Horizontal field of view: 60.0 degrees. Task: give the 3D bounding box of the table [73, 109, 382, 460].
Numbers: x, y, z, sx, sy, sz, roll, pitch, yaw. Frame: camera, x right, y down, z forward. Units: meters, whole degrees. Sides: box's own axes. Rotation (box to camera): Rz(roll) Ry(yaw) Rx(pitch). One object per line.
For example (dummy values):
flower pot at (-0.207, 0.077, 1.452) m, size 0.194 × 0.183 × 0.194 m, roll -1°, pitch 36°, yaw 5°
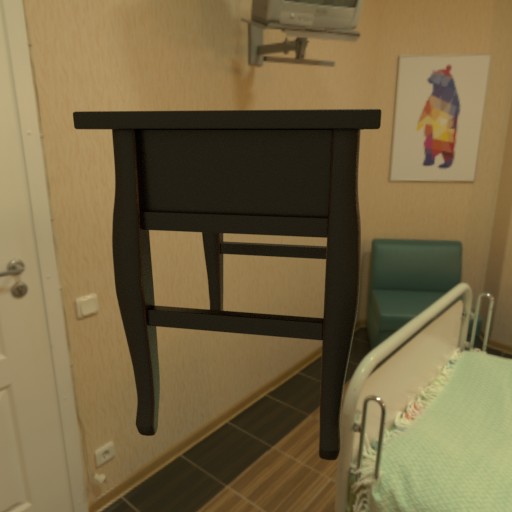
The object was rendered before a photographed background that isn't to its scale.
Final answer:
table at (0.000, 0.000, 1.004) m, size 0.460 × 0.604 × 0.602 m, roll 3°, pitch 16°, yaw 10°
